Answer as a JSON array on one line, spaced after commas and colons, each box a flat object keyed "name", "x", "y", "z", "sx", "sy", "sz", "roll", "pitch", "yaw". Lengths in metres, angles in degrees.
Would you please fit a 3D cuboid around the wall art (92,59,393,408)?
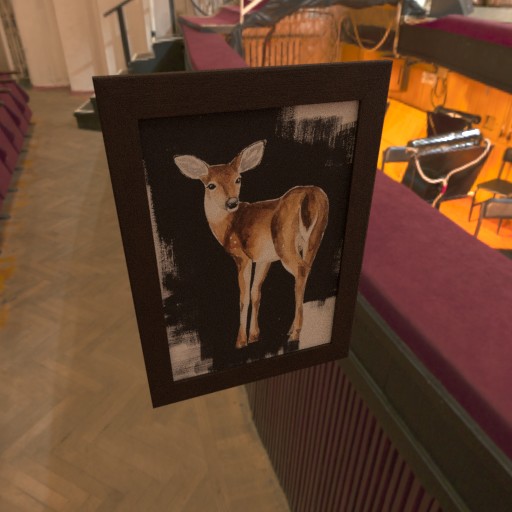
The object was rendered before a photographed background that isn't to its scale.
[{"name": "wall art", "x": 0.000, "y": 0.000, "z": 0.642, "sx": 0.359, "sy": 0.508, "sz": 0.013, "roll": -10, "pitch": 33, "yaw": -16}]
